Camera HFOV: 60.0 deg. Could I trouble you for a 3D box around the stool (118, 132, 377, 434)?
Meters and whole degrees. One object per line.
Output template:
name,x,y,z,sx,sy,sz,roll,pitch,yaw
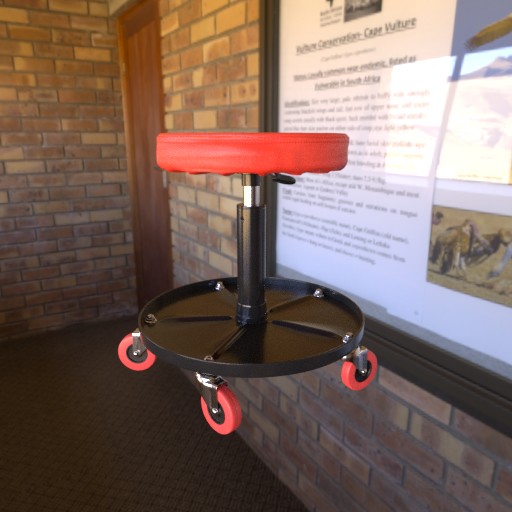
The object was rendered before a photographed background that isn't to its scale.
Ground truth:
stool,0.000,0.000,0.683,0.381,0.365,0.382,7,17,25
